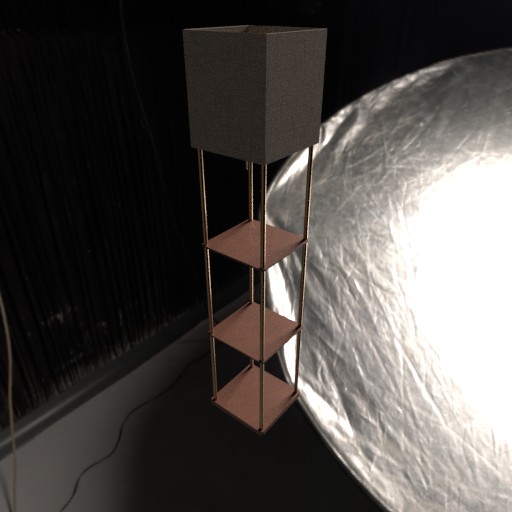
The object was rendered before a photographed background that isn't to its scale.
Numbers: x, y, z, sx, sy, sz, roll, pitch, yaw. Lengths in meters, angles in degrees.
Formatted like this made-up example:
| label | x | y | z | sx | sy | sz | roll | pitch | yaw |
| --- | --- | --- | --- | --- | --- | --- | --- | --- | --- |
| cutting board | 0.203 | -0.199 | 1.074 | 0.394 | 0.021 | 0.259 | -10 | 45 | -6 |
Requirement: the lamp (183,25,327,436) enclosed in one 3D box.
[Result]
| label | x | y | z | sx | sy | sz | roll | pitch | yaw |
| --- | --- | --- | --- | --- | --- | --- | --- | --- | --- |
| lamp | 0.000 | 0.000 | 1.719 | 0.310 | 1.569 | 0.308 | 22 | 36 | 33 |
